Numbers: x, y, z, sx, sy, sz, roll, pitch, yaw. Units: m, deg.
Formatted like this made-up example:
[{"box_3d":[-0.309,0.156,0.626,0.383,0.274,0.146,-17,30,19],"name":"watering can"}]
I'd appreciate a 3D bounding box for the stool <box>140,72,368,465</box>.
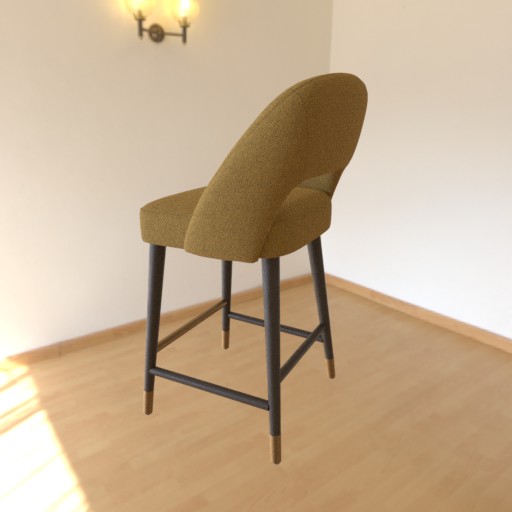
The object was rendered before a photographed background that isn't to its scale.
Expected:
[{"box_3d":[0.000,0.000,1.254,0.522,0.939,0.536,9,20,27],"name":"stool"}]
